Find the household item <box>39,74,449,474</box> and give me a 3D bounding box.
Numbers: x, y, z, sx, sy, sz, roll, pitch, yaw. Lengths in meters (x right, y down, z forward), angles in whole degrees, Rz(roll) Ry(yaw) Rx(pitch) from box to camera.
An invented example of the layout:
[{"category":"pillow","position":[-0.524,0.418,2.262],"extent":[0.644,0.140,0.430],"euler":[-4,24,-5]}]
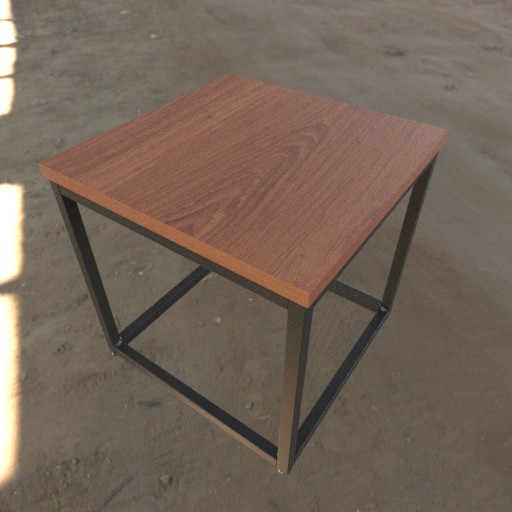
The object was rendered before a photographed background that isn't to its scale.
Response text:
[{"category":"household item","position":[0.000,0.000,0.735],"extent":[0.400,0.400,0.400],"euler":[25,47,26]}]
